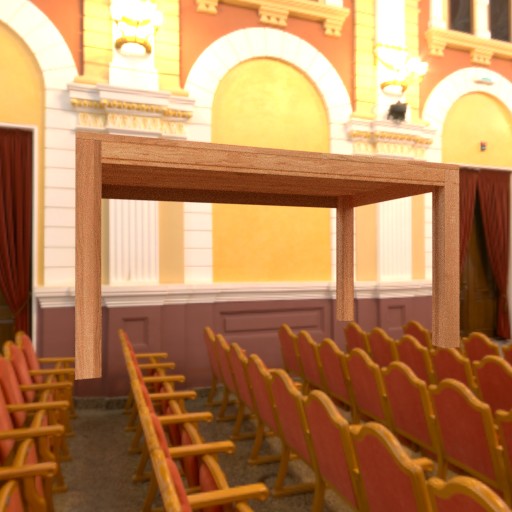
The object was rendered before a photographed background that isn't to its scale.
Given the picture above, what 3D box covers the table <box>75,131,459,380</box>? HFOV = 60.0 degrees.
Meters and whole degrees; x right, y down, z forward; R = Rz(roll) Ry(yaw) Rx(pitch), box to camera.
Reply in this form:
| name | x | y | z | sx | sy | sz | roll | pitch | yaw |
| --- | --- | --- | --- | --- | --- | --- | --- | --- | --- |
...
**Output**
| name | x | y | z | sx | sy | sz | roll | pitch | yaw |
| --- | --- | --- | --- | --- | --- | --- | --- | --- | --- |
| table | 0.000 | 0.000 | 2.043 | 1.500 | 0.770 | 0.900 | 0 | 0 | -19 |
